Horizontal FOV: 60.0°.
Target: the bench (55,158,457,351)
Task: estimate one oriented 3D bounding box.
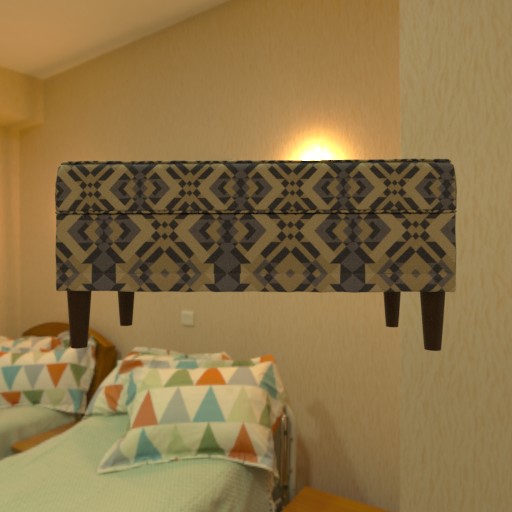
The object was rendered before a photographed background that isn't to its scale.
[{"bbox_3d":[0.000,0.000,1.332,1.016,0.477,0.492,0,0,2],"label":"bench"}]
